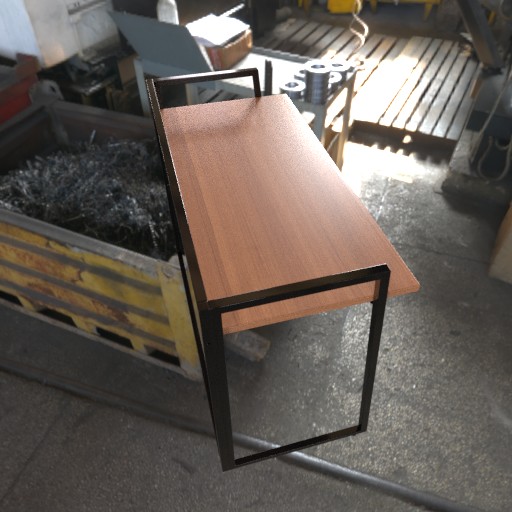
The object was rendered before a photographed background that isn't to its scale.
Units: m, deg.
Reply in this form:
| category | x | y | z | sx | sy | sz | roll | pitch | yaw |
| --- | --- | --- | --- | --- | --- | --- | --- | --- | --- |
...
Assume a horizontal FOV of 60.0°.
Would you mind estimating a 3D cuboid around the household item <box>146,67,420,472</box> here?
| category | x | y | z | sx | sy | sz | roll | pitch | yaw |
| --- | --- | --- | --- | --- | --- | --- | --- | --- | --- |
| household item | 0.000 | 0.000 | 1.541 | 0.510 | 0.860 | 1.050 | -11 | 46 | -11 |
